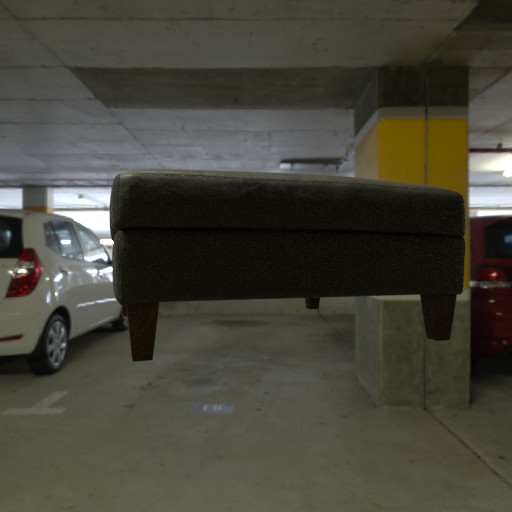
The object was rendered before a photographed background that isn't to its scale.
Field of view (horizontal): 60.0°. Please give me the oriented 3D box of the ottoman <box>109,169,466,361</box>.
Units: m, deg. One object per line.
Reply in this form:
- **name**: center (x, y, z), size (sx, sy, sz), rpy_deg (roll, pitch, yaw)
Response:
- **ottoman**: center (0.000, 0.000, 1.330), size (0.836, 0.415, 0.844), rpy_deg (0, -1, -18)
